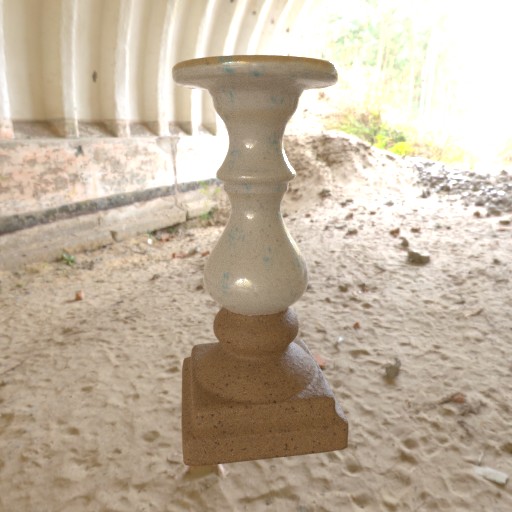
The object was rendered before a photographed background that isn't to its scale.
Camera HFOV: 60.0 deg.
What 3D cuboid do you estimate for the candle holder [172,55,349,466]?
[{"bbox_3d":[0.000,0.000,0.303,0.110,0.239,0.110,-2,16,-8],"label":"candle holder"}]
